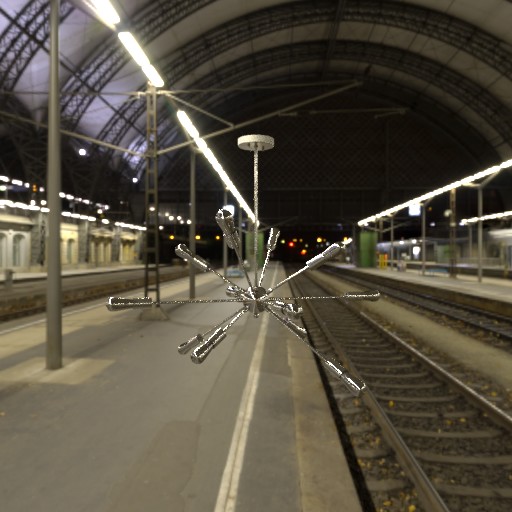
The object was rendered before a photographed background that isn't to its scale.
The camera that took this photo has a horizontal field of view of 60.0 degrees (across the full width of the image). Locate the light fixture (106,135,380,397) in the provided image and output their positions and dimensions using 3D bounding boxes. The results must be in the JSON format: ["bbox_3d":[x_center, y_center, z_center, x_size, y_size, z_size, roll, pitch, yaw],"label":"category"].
[{"bbox_3d":[0.000,0.000,1.065,0.684,0.558,0.509,0,0,-18],"label":"light fixture"}]
